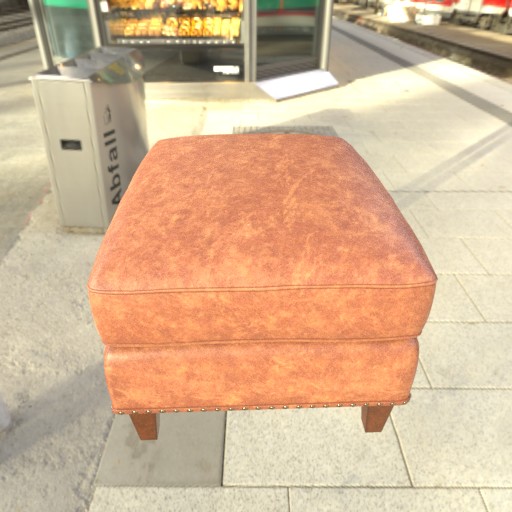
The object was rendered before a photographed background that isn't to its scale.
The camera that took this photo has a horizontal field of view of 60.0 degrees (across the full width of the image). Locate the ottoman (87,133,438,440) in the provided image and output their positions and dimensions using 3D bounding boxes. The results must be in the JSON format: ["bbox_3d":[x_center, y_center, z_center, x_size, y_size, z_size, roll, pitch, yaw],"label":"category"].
[{"bbox_3d":[0.000,0.000,1.098,0.586,0.486,0.742,-1,32,-2],"label":"ottoman"}]
